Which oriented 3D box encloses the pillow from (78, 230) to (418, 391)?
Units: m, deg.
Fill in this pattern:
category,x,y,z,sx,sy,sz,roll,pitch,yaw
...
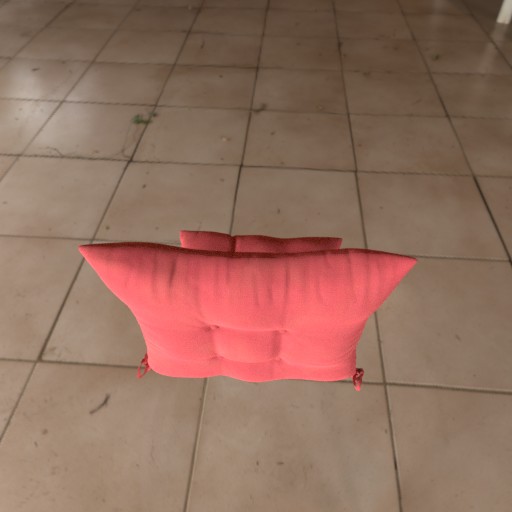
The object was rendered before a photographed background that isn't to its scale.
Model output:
category,x,y,z,sx,sy,sz,roll,pitch,yaw
pillow,0.000,0.000,1.012,0.541,0.536,0.585,2,47,2
